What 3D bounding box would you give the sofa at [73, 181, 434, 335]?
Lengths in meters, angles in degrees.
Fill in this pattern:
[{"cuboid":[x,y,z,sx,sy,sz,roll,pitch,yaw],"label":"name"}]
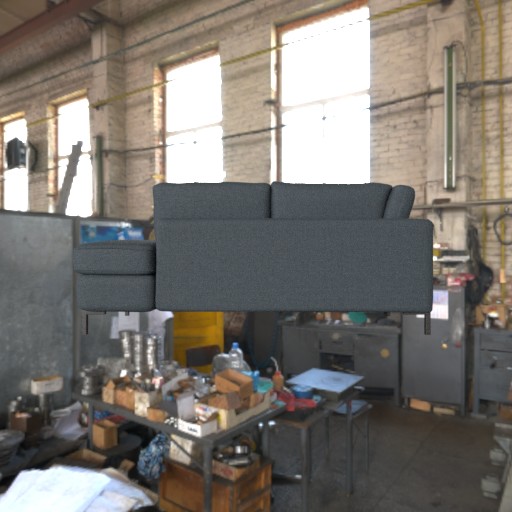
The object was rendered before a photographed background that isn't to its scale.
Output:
[{"cuboid":[0.000,0.000,3.843,1.984,0.858,2.975,0,0,1],"label":"sofa"}]
